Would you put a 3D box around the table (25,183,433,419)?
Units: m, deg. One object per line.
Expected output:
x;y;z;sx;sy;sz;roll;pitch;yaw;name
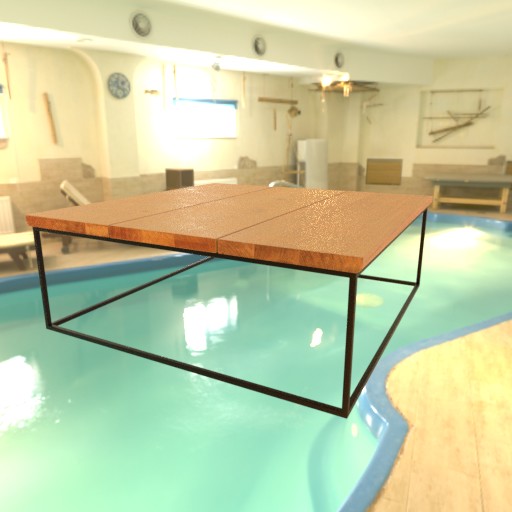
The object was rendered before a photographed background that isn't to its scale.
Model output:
0.000;0.000;1.700;1.100;0.400;1.100;8;17;27;table
